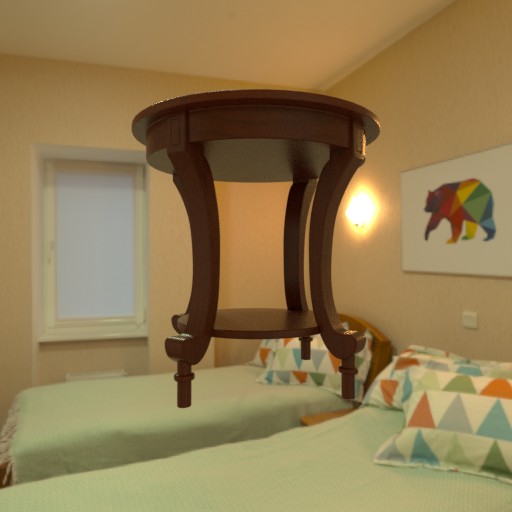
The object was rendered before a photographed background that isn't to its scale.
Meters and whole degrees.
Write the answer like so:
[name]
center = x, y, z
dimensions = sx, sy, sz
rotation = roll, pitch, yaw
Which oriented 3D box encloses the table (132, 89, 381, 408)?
[table]
center = 0.000, 0.000, 1.106
dimensions = 0.597, 0.612, 0.597
rotation = 0, 0, 0
